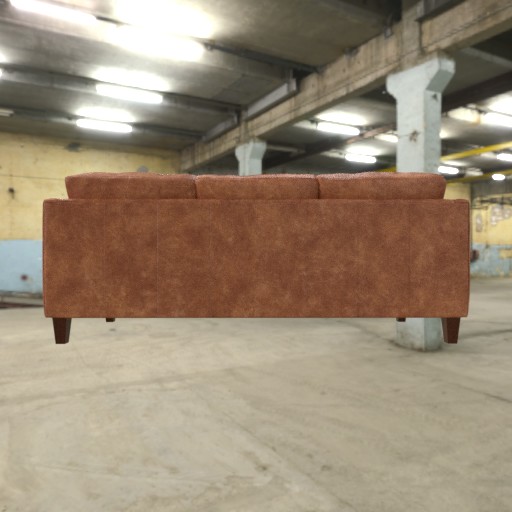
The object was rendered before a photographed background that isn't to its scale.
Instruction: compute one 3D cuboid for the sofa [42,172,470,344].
[{"bbox_3d":[0.000,0.000,3.026,2.464,1.006,1.045,0,0,0],"label":"sofa"}]
